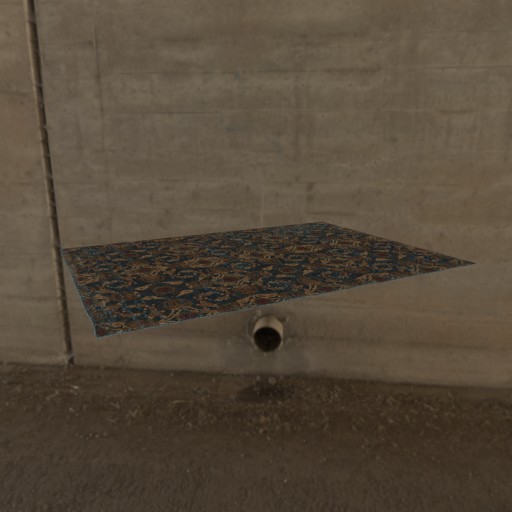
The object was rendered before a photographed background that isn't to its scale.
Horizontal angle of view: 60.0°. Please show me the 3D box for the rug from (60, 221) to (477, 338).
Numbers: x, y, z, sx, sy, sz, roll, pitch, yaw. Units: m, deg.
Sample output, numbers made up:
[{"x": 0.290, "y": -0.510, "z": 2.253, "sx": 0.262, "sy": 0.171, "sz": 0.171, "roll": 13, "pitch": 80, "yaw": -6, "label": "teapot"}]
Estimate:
[{"x": 0.000, "y": 0.000, "z": 4.264, "sx": 3.291, "sy": 0.013, "sz": 2.337, "roll": -8, "pitch": 17, "yaw": -27, "label": "rug"}]
